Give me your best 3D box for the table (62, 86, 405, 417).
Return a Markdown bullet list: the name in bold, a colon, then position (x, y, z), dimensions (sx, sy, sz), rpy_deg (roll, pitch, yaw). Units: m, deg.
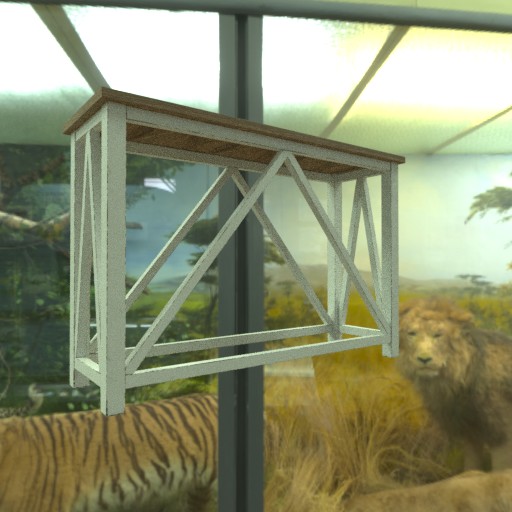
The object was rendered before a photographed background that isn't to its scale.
- **table**: position (0.000, 0.000, 1.824), dimensions (1.400, 0.930, 0.450), rpy_deg (1, -1, -36)
